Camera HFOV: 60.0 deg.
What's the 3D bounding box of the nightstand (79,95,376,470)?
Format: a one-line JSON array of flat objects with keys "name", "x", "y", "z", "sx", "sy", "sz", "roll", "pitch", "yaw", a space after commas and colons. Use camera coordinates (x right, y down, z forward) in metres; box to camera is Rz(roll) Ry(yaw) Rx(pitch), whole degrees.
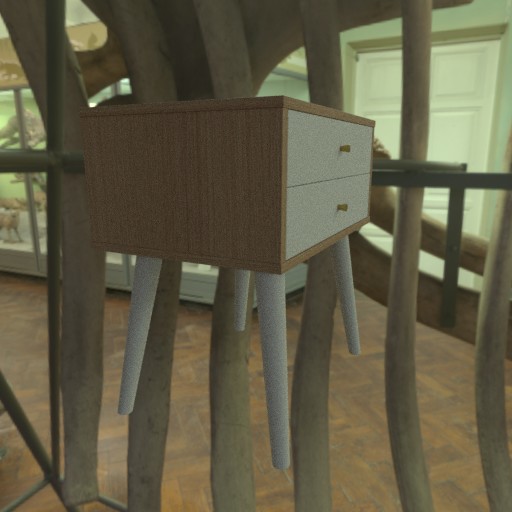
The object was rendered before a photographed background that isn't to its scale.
[{"name": "nightstand", "x": 0.000, "y": 0.000, "z": 1.004, "sx": 0.407, "sy": 0.610, "sz": 0.571, "roll": 7, "pitch": 15, "yaw": 26}]
